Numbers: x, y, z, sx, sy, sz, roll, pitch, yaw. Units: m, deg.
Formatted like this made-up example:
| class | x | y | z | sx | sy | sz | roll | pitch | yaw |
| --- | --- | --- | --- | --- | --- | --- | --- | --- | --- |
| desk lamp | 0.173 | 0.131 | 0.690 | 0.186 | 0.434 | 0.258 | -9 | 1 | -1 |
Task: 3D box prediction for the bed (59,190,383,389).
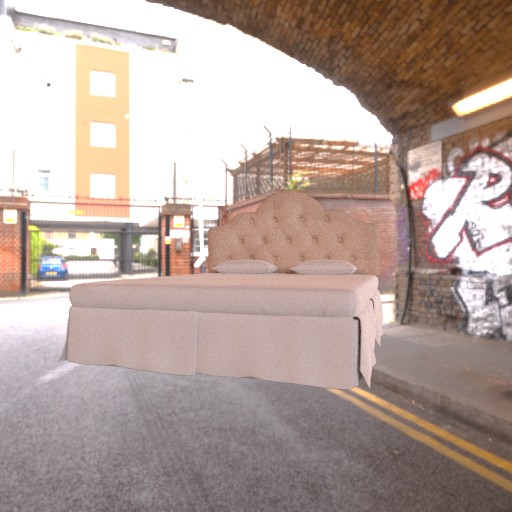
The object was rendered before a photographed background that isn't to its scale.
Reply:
| class | x | y | z | sx | sy | sz | roll | pitch | yaw |
| --- | --- | --- | --- | --- | --- | --- | --- | --- | --- |
| bed | 0.000 | 0.000 | 3.091 | 1.667 | 1.194 | 1.970 | 0 | 0 | 18 |
